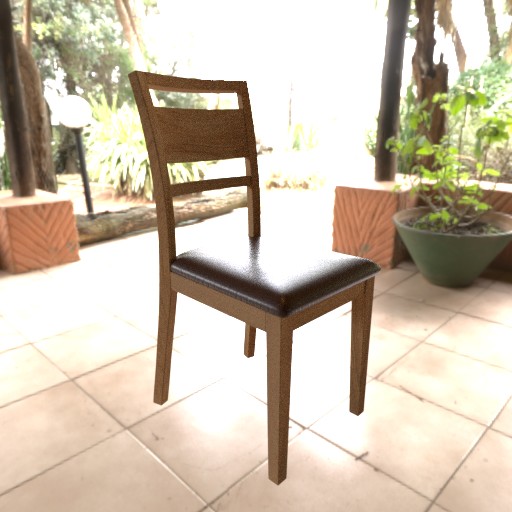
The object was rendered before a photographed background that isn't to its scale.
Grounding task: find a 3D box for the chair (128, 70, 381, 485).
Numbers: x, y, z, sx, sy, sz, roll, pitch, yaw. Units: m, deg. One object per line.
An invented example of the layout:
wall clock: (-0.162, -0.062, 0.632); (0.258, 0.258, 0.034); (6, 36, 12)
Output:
chair: (0.000, 0.000, 1.205); (0.545, 0.940, 0.420); (15, 23, 41)
